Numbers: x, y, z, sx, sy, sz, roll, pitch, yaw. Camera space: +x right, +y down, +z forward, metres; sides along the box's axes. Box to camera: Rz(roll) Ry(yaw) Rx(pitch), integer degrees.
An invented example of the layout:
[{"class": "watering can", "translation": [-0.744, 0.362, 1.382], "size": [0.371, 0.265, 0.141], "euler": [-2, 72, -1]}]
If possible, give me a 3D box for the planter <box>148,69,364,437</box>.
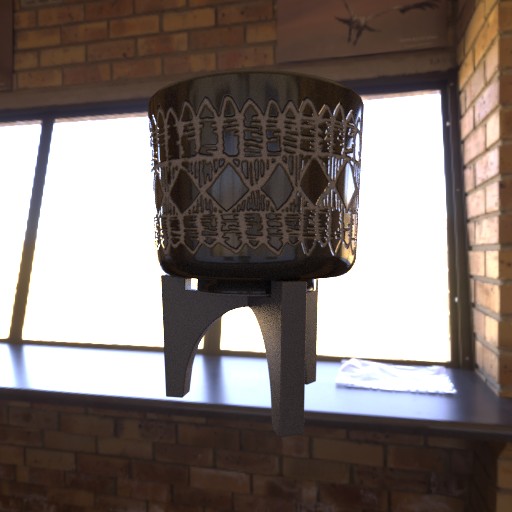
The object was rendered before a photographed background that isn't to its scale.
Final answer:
[{"class": "planter", "translation": [0.000, 0.000, 0.273], "size": [0.129, 0.177, 0.129], "euler": [0, 1, 0]}]
